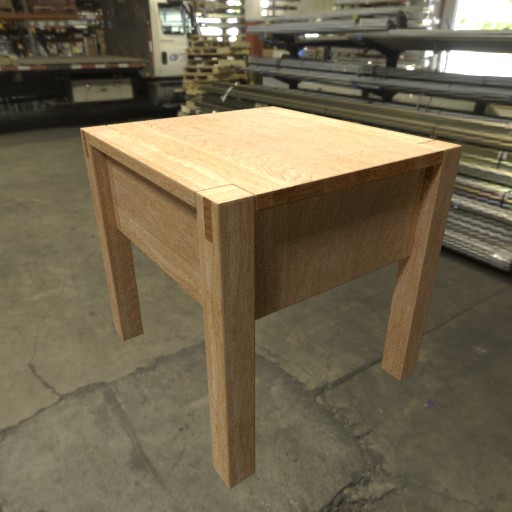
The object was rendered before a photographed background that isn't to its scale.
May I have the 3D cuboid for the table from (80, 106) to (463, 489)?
[{"bbox_3d":[0.000,0.000,0.842,0.440,0.450,0.480,-18,32,-31],"label":"table"}]
